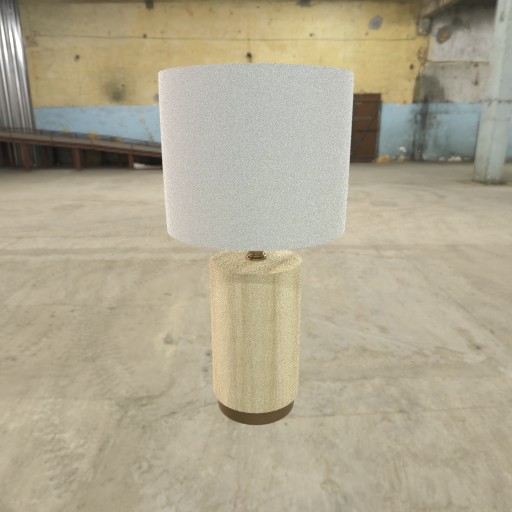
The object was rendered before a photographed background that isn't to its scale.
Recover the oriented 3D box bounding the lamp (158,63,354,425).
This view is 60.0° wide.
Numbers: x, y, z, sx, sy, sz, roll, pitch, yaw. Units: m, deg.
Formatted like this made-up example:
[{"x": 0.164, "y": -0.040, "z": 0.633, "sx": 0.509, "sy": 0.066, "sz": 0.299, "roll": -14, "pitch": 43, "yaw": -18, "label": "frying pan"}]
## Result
[{"x": 0.000, "y": 0.000, "z": 0.586, "sx": 0.228, "sy": 0.444, "sz": 0.228, "roll": 9, "pitch": 19, "yaw": 26, "label": "lamp"}]
